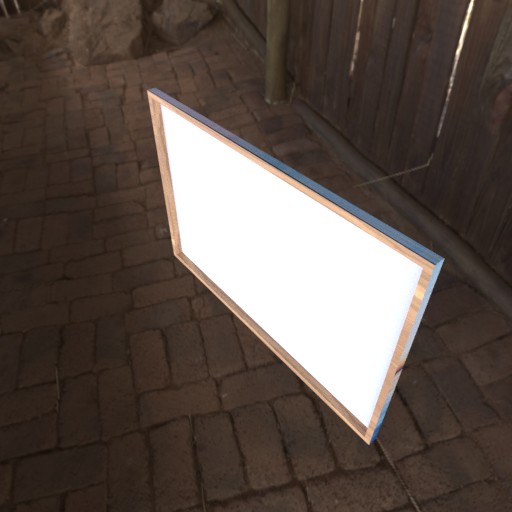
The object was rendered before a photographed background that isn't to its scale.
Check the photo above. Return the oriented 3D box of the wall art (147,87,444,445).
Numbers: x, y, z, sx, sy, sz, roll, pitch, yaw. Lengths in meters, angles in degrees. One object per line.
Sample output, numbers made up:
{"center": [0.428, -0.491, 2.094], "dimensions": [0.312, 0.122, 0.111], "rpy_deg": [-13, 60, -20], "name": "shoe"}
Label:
{"center": [0.000, 0.000, 1.448], "dimensions": [0.034, 0.756, 1.137], "rpy_deg": [-29, 49, -28], "name": "wall art"}
